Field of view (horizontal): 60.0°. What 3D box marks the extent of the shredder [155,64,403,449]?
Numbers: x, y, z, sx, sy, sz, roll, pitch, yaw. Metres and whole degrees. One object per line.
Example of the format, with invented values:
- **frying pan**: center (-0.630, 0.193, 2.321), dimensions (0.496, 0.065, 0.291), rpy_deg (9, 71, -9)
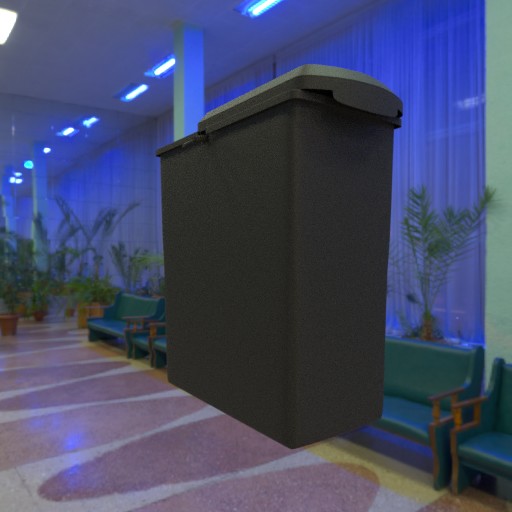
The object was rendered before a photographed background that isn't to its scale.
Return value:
- **shredder**: center (0.000, 0.000, 0.509), dimensions (0.170, 0.335, 0.320), rpy_deg (0, 1, -36)
